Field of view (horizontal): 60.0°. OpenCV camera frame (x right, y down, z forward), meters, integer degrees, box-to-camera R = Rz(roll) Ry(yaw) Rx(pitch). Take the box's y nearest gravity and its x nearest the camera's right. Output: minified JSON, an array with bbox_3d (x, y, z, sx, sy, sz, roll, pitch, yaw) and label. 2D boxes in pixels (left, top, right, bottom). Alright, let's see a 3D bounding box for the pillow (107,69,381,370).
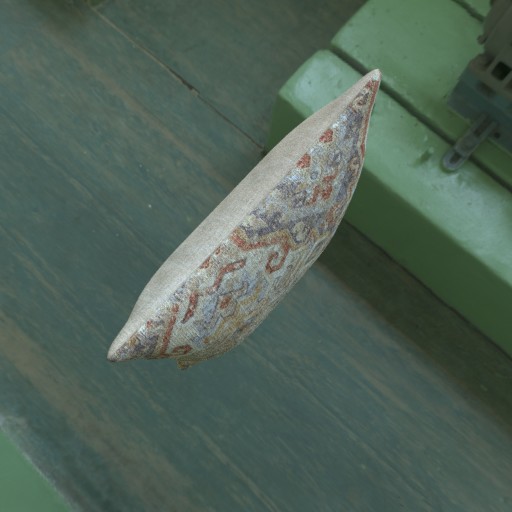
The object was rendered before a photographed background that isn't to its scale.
[{"bbox_3d":[0.000,0.000,0.799,0.166,0.506,0.523,41,79,9],"label":"pillow"}]
